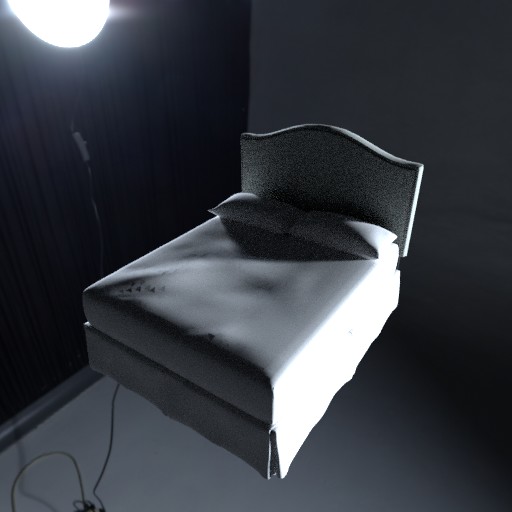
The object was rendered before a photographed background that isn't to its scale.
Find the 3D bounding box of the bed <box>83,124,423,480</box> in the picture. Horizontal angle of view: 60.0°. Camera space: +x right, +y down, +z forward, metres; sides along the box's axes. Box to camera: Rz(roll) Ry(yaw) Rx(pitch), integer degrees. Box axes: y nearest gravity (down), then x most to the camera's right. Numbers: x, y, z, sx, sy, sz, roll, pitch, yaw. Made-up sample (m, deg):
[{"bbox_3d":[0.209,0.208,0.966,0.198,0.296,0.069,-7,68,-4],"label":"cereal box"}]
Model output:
[{"bbox_3d":[0.000,0.000,3.449,1.813,1.607,2.180,19,35,30],"label":"bed"}]
